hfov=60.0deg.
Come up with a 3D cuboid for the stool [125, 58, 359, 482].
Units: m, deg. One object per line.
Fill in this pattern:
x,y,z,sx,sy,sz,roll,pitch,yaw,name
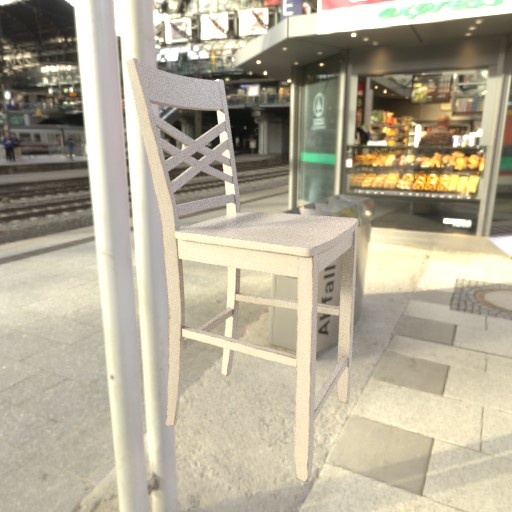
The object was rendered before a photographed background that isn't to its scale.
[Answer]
0.000,0.000,1.343,0.539,1.079,0.462,7,16,25,stool
